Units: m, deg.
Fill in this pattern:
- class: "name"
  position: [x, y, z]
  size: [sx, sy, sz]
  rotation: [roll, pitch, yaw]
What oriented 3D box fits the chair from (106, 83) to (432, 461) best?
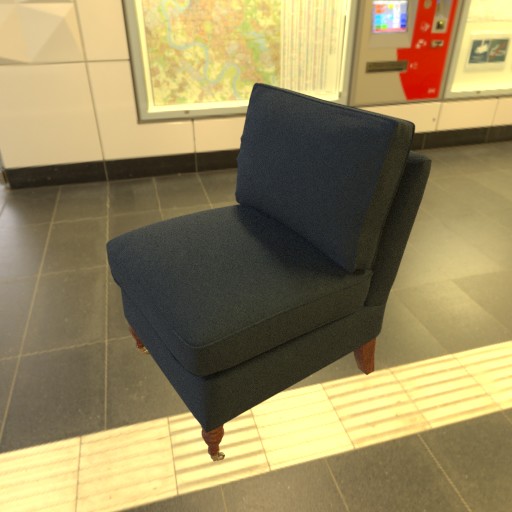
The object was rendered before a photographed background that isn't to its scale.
- class: "chair"
  position: [0.000, 0.000, 1.617]
  size: [0.912, 1.052, 0.724]
  rotation: [-20, 37, -29]
